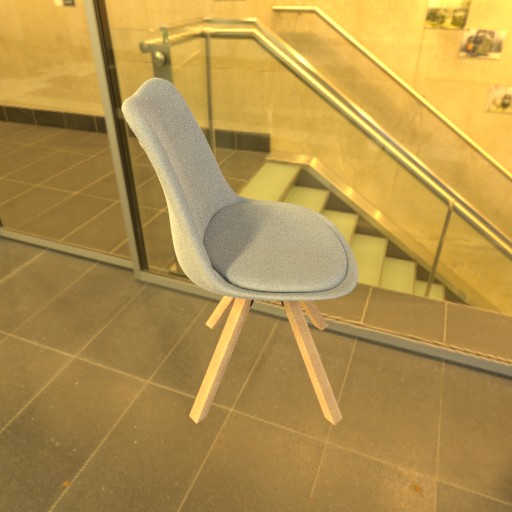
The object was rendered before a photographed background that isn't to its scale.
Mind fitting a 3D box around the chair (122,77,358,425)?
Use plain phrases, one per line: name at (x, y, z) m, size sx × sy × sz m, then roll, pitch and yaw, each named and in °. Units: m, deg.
chair at (0.000, 0.000, 1.200) m, size 0.549 × 0.863 × 0.474 m, roll 1°, pitch 33°, yaw 2°
